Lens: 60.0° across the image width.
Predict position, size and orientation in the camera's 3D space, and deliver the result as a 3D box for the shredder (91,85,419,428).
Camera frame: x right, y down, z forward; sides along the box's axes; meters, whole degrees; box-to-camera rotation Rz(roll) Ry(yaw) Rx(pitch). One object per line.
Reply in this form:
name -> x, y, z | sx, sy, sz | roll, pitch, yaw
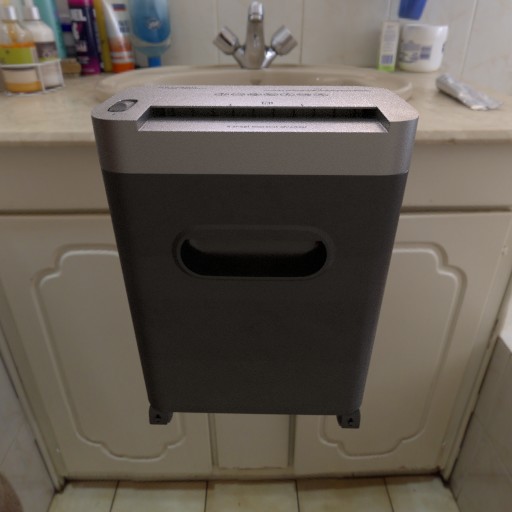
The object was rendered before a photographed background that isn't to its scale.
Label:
shredder -> 0.000, 0.000, 0.595 | 0.311, 0.419, 0.237 | 1, 30, 1
